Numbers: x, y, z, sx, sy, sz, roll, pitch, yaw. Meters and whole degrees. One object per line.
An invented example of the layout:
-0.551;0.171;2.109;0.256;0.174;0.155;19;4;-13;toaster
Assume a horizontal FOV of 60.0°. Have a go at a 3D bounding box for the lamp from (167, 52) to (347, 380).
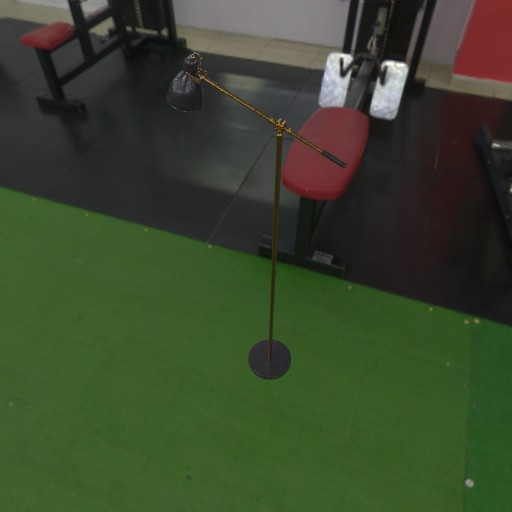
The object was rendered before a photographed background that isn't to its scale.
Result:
0.000;0.000;1.870;0.618;1.628;0.235;17;50;15;lamp
